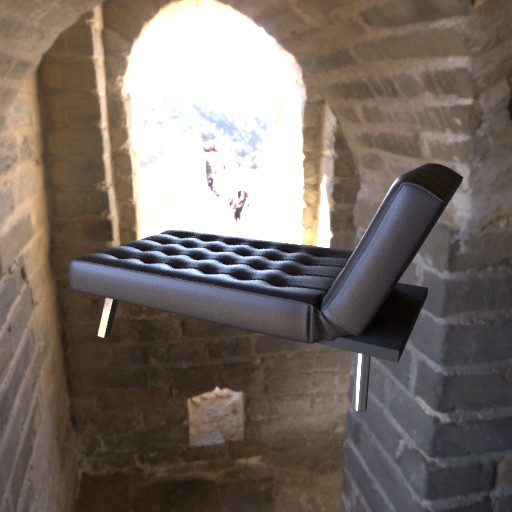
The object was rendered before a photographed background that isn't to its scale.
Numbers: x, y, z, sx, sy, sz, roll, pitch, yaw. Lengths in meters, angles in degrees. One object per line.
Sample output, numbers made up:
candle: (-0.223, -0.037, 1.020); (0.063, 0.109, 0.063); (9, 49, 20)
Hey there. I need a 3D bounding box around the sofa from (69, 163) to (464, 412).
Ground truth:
sofa: (0.000, 0.000, 1.970); (1.560, 0.820, 0.760); (8, 18, 27)
